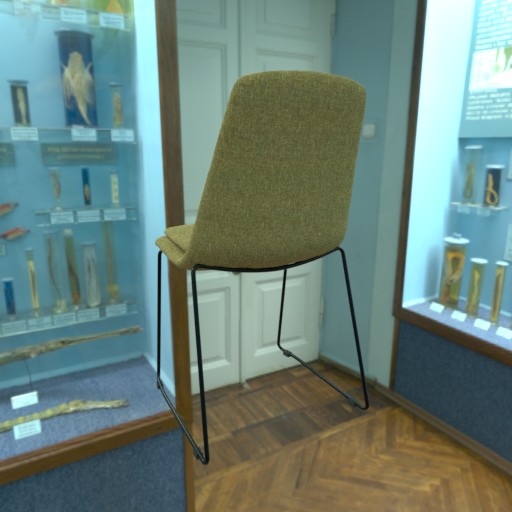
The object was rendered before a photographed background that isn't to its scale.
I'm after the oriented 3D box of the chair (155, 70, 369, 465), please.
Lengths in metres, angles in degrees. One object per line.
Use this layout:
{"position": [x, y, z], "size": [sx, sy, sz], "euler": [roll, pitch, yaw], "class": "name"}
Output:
{"position": [0.000, 0.000, 1.173], "size": [0.479, 0.849, 0.496], "euler": [-7, 16, -27], "class": "chair"}
